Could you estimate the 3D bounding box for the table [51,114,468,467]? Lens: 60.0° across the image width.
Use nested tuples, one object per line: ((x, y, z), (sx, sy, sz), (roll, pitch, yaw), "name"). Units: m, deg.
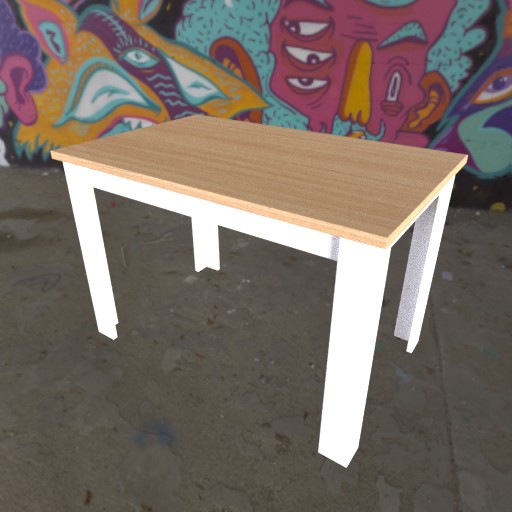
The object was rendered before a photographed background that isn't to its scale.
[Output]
((0.000, 0.000, 1.557), (1.100, 0.734, 0.700), (18, 34, 30), "table")
